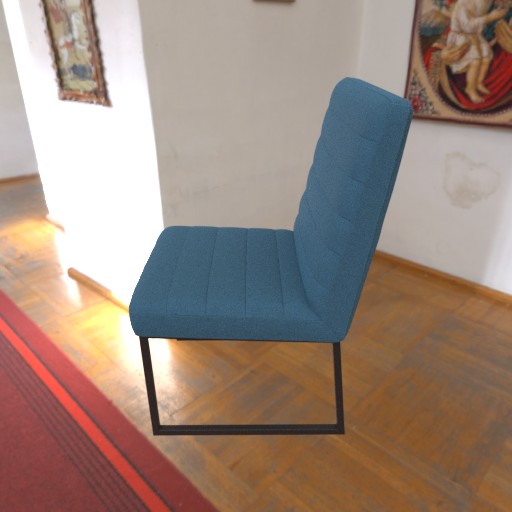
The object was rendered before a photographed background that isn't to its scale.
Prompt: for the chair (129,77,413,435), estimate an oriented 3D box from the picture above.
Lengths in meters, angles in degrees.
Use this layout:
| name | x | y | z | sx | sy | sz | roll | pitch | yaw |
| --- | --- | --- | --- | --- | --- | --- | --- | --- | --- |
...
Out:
| name | x | y | z | sx | sy | sz | roll | pitch | yaw |
| --- | --- | --- | --- | --- | --- | --- | --- | --- | --- |
| chair | 0.000 | 0.000 | 1.281 | 0.634 | 0.930 | 0.520 | 0 | 27 | 0 |
